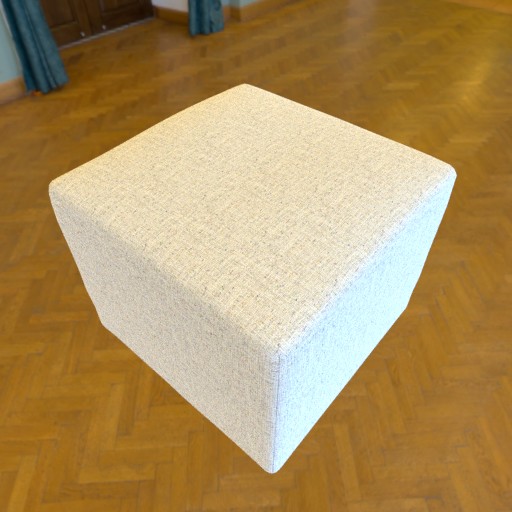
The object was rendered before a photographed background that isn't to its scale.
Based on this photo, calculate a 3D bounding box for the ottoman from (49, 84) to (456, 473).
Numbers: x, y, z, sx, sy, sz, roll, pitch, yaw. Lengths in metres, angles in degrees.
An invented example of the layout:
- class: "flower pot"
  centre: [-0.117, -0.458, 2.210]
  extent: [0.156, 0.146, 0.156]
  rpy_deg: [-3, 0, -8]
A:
- class: "ottoman"
  centre: [0.000, 0.000, 0.891]
  extent: [0.521, 0.453, 0.512]
  rpy_deg: [32, 54, 27]
